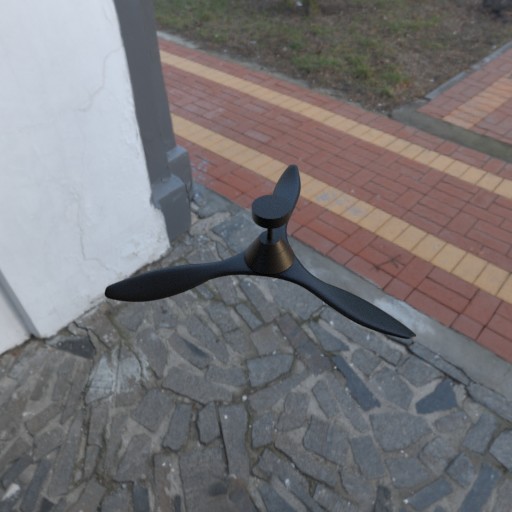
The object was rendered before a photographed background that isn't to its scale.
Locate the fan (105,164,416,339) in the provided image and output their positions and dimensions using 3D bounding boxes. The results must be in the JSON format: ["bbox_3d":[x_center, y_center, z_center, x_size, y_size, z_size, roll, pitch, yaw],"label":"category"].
[{"bbox_3d":[0.000,0.000,1.638,1.067,0.305,1.067,-23,49,-21],"label":"fan"}]
